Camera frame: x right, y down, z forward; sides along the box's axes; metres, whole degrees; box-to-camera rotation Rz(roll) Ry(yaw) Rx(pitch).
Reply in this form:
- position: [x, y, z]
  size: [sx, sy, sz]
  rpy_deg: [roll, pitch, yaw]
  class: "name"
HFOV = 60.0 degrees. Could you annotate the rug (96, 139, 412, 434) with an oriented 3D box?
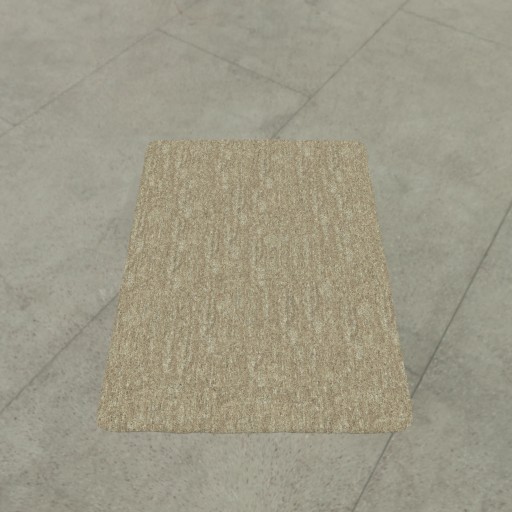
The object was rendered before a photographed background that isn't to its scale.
- position: [0.000, 0.000, 3.804]
  size: [2.242, 0.050, 2.873]
  rpy_deg: [0, 58, 0]
  class: "rug"
